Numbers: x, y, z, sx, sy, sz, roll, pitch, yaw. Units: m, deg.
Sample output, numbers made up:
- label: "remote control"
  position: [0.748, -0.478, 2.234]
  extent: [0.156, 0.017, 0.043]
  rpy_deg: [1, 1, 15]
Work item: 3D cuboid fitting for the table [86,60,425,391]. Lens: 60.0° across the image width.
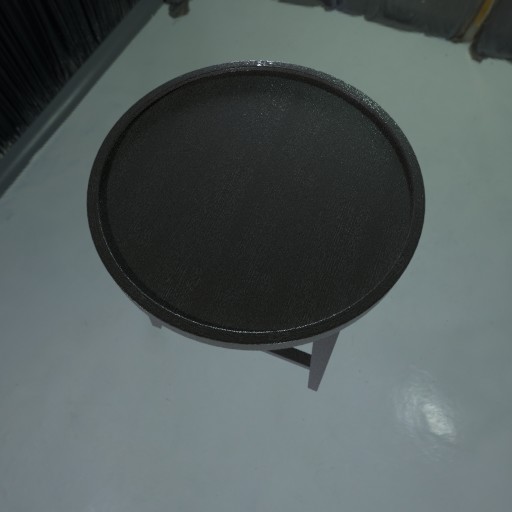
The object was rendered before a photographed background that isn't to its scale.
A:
- label: "table"
  position: [0.000, 0.000, 0.901]
  extent: [0.500, 0.531, 0.500]
  rpy_deg: [0, 64, 0]
